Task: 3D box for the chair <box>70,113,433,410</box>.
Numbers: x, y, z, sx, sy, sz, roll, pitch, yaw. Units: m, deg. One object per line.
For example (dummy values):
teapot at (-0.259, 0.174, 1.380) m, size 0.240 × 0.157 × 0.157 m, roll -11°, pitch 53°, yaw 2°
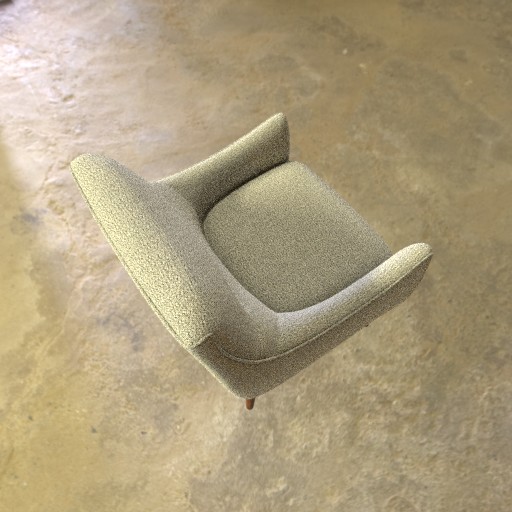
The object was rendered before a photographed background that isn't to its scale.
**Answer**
chair at (0.000, 0.000, 1.448) m, size 0.787 × 0.838 × 0.762 m, roll -30°, pitch 62°, yaw -18°
